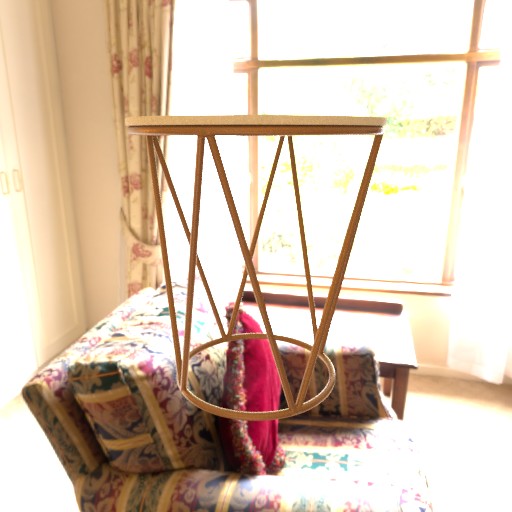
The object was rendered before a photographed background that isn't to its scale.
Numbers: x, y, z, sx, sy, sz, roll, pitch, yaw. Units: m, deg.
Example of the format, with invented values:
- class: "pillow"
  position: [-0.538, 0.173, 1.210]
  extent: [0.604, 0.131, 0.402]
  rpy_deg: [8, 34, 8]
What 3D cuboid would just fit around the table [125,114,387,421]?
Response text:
- class: "table"
  position: [0.000, 0.000, 0.954]
  extent: [0.500, 0.564, 0.500]
  rpy_deg: [0, 16, 0]
